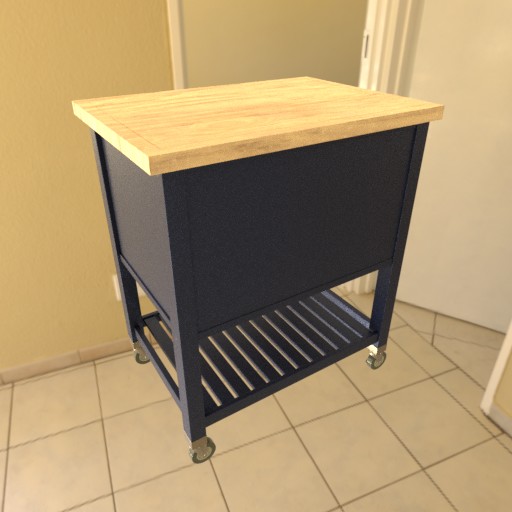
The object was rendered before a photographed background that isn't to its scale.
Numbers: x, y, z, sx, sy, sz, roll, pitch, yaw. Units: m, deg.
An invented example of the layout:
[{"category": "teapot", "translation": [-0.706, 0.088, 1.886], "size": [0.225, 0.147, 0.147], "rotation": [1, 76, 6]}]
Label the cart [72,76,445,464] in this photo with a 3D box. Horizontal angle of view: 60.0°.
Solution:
[{"category": "cart", "translation": [0.000, 0.000, 1.382], "size": [0.797, 0.920, 0.567], "rotation": [-18, 35, -28]}]
